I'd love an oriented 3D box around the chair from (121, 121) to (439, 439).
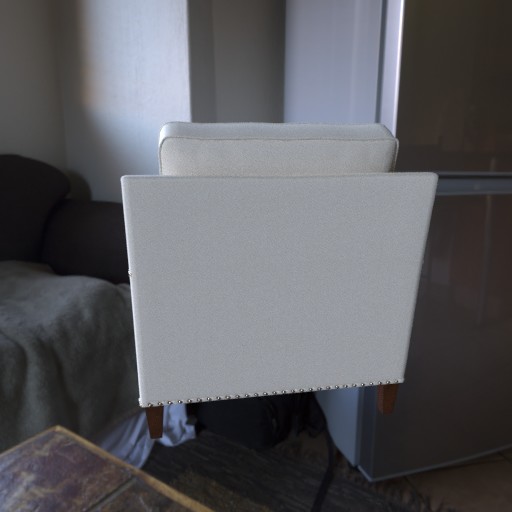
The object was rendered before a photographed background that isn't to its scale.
[{"bbox_3d":[0.000,0.000,1.695,0.853,0.943,1.014,-2,14,-10],"label":"chair"}]
